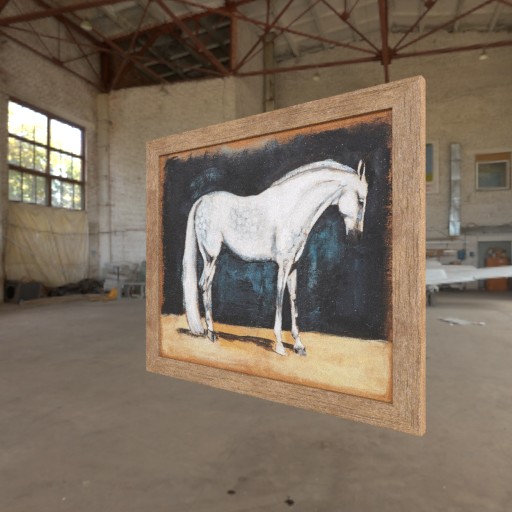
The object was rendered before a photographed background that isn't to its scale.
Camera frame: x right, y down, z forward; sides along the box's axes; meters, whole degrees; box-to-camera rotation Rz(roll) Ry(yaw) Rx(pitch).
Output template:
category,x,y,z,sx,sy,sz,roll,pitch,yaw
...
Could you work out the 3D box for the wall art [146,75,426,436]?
category,x,y,z,sx,sy,sz,roll,pitch,yaw
wall art,0.000,0.000,0.937,0.690,0.588,0.026,0,0,37
